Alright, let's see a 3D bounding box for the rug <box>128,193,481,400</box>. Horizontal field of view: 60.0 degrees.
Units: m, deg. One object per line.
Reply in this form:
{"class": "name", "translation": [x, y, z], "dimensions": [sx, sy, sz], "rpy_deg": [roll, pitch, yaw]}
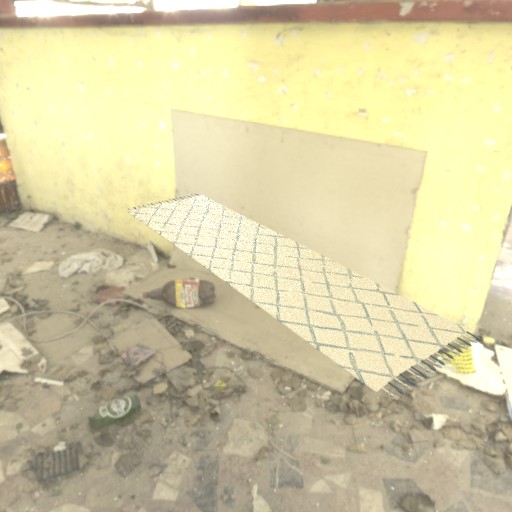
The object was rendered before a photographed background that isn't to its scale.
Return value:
{"class": "rug", "translation": [0.000, 0.000, 2.542], "dimensions": [0.620, 0.008, 2.372], "rpy_deg": [-19, 32, -33]}
